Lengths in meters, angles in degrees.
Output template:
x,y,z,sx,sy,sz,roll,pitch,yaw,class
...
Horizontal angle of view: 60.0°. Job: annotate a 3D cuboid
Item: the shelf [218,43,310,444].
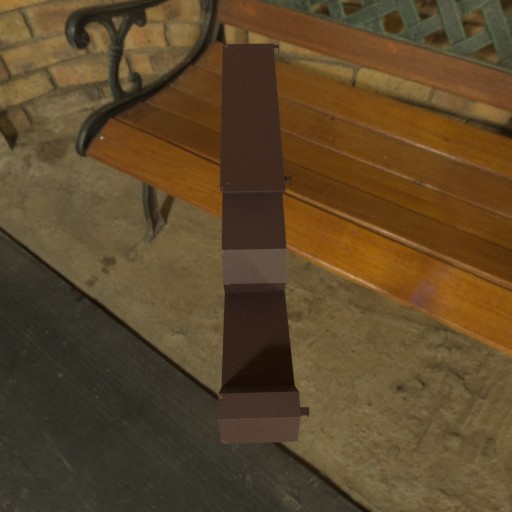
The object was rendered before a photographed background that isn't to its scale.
x,y,z,sx,sy,sz,roll,pitch,yaw,class
0.000,0.000,0.880,0.112,0.439,0.729,-1,58,-1,shelf
